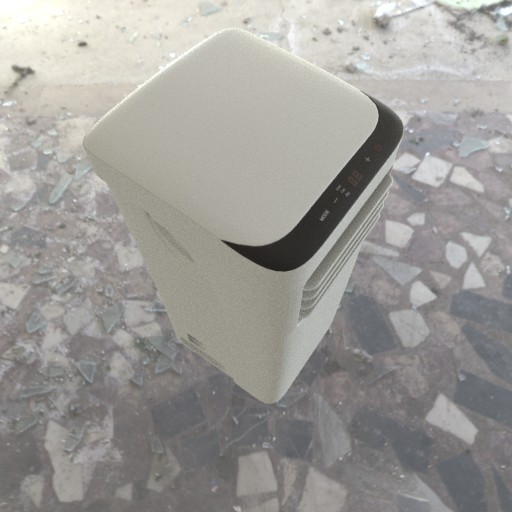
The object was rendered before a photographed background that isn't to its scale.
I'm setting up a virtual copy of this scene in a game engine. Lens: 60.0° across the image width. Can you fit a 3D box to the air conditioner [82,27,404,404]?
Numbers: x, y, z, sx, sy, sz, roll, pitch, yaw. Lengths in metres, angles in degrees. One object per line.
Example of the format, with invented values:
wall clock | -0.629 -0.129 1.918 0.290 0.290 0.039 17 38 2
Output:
air conditioner | 0.000 0.000 0.906 0.369 0.716 0.352 31 62 18
